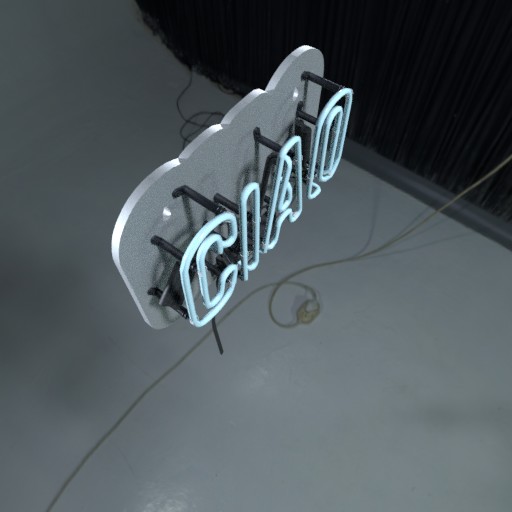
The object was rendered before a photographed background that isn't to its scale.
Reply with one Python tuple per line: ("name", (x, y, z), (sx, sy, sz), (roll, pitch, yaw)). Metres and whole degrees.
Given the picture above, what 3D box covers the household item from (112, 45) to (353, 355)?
("household item", (0.000, 0.000, 0.382), (0.042, 0.294, 0.211), (33, 64, 19))
